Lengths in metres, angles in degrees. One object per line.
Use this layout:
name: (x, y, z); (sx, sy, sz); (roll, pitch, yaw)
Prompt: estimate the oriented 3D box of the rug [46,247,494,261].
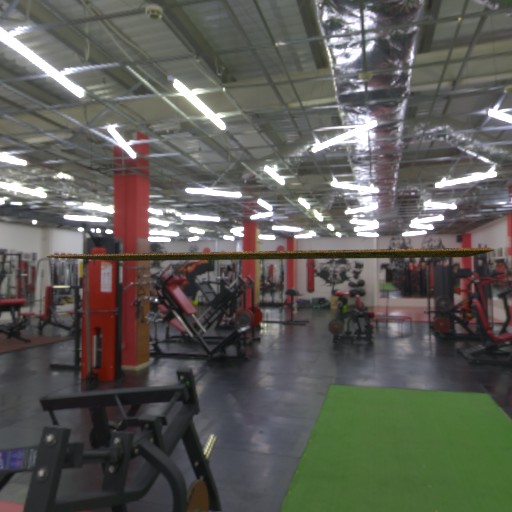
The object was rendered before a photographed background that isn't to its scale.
rug: (0.000, 0.000, 1.993); (1.820, 0.013, 0.556); (-1, -2, 18)
